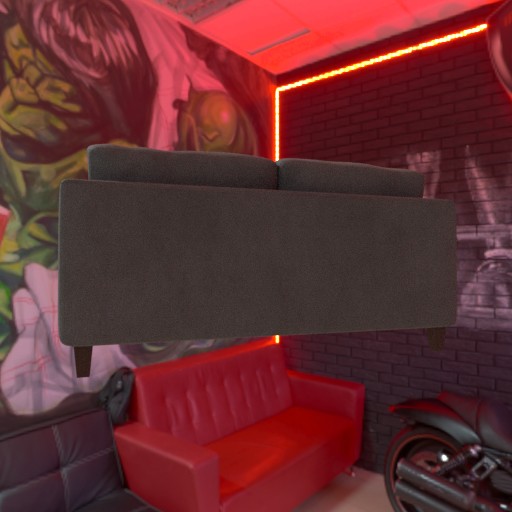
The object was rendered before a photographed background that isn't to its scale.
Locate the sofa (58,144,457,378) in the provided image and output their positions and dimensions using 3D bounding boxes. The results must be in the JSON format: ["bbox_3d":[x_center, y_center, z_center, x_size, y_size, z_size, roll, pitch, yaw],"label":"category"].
[{"bbox_3d":[0.000,0.000,2.397,1.884,0.963,0.950,0,-1,-18],"label":"sofa"}]
